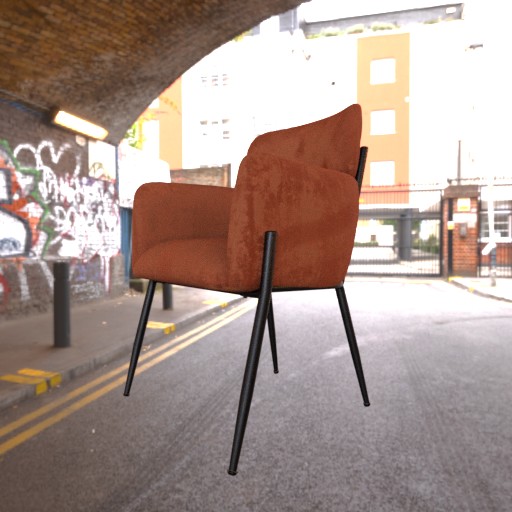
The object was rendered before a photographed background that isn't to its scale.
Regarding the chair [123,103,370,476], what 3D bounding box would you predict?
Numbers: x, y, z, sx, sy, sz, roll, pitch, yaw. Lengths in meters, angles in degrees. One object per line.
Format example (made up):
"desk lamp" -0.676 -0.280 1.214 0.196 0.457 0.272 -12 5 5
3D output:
"chair" 0.000 0.000 1.145 0.523 0.772 0.561 -1 2 -37
